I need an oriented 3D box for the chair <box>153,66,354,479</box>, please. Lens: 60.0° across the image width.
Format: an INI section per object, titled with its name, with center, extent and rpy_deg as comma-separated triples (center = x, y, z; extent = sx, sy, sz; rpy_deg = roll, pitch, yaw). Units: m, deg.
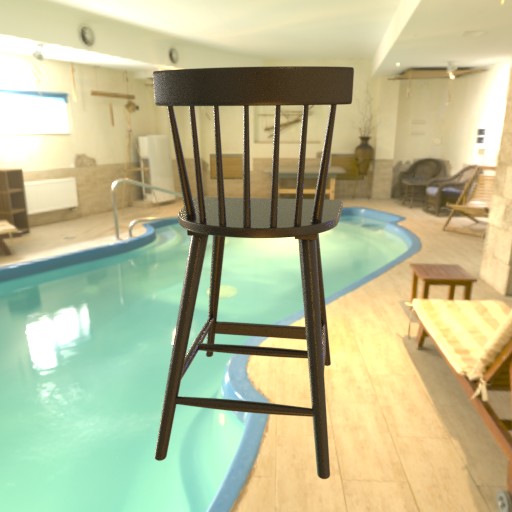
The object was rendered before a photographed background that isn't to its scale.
[chair]
center = 0.000, 0.000, 1.244
extent = 0.483, 0.952, 0.572
rpy_deg = 2, 16, 8
